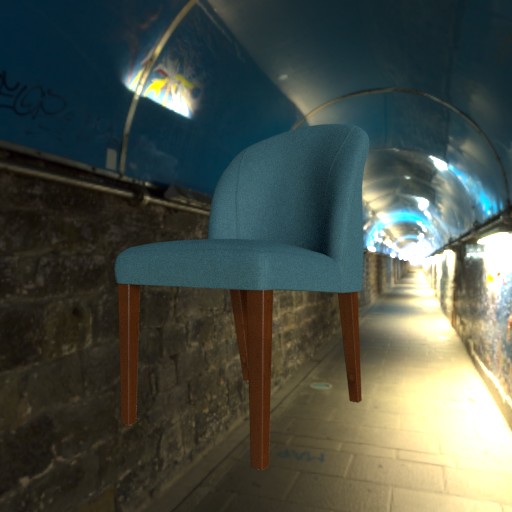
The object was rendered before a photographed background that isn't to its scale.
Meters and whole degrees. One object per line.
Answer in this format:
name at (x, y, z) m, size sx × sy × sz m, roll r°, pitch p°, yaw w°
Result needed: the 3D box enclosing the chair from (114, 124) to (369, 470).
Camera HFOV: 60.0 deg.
chair at (0.000, 0.000, 1.257) m, size 0.507 × 0.879 × 0.620 m, roll 0°, pitch -1°, yaw 36°
